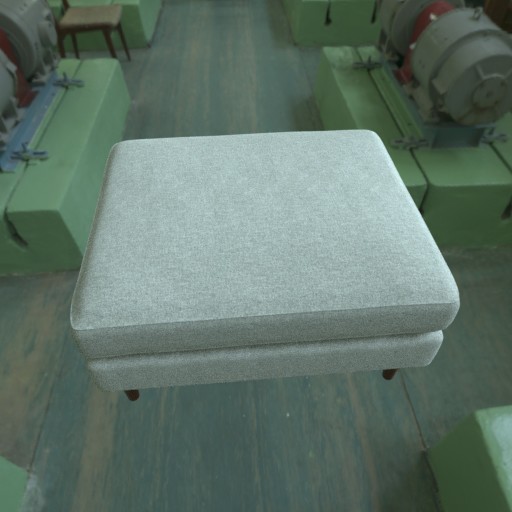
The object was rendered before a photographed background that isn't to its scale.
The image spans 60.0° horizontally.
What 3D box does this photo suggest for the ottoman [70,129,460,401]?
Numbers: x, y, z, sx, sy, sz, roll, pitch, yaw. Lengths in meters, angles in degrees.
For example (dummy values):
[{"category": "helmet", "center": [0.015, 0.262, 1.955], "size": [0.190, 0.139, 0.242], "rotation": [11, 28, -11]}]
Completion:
[{"category": "ottoman", "center": [0.000, 0.000, 1.250], "size": [0.821, 0.474, 0.693], "rotation": [-4, 46, -3]}]
